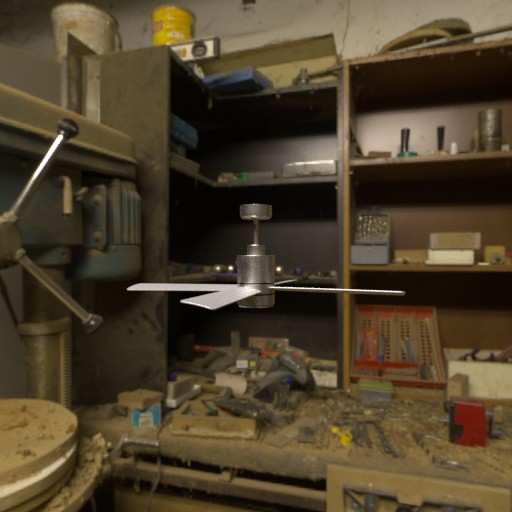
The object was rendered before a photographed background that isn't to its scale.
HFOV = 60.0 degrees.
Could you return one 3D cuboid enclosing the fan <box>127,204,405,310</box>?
[{"bbox_3d":[0.000,0.000,2.389,1.525,0.539,1.525,0,0,18],"label":"fan"}]
